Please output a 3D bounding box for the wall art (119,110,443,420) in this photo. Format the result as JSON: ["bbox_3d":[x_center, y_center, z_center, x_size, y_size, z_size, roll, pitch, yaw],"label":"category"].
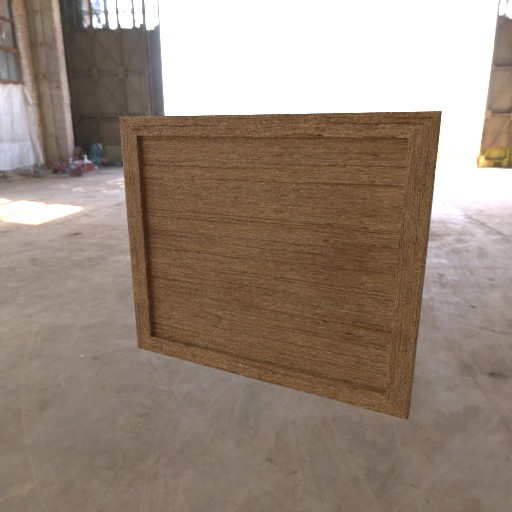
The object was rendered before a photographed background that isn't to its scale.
[{"bbox_3d":[0.000,0.000,0.964,0.690,0.588,0.026,8,18,25],"label":"wall art"}]
